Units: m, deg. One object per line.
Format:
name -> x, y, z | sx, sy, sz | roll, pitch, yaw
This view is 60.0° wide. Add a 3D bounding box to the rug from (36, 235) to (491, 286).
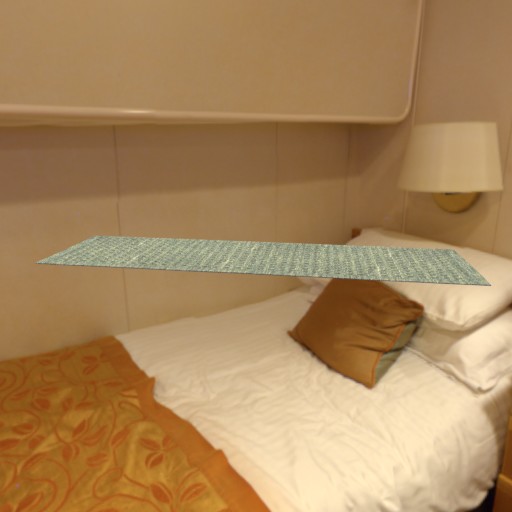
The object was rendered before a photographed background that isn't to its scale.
rug -> 0.000, 0.000, 2.672 | 2.443, 0.008, 0.688 | 2, 16, 9
